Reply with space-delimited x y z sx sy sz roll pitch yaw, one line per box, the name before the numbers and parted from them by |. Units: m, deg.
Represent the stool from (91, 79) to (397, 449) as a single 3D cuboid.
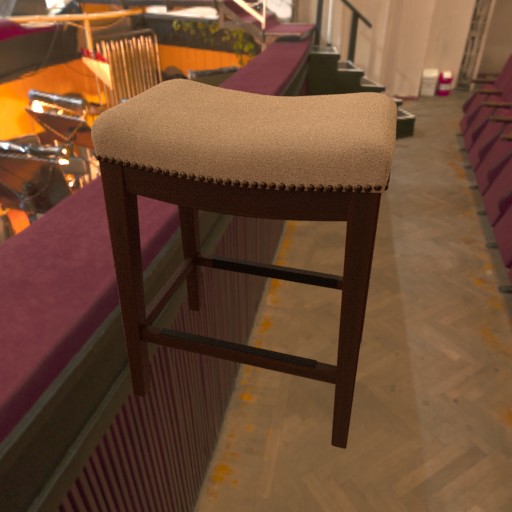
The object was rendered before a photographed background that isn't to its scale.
stool | 0.000 0.000 0.972 0.509 0.669 0.363 9 34 14
